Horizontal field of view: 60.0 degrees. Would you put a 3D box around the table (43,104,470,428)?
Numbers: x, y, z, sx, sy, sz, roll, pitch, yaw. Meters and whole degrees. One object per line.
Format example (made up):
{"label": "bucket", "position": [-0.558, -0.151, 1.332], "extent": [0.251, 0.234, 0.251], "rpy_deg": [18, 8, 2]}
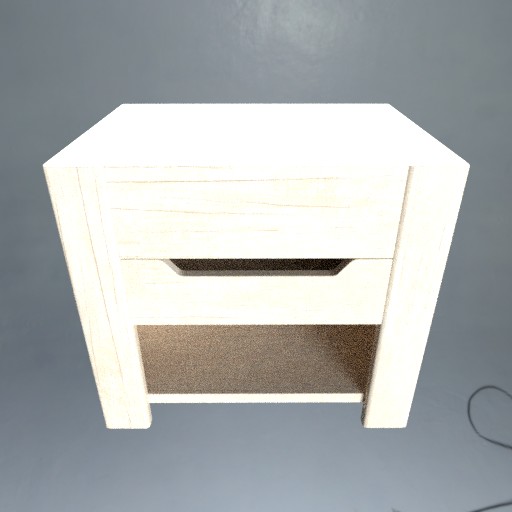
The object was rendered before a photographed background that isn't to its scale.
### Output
{"label": "table", "position": [0.000, 0.000, 0.892], "extent": [0.570, 0.510, 0.420], "rpy_deg": [0, 30, 0]}
